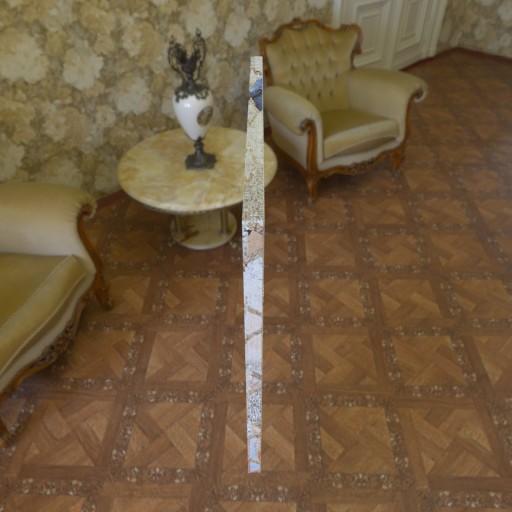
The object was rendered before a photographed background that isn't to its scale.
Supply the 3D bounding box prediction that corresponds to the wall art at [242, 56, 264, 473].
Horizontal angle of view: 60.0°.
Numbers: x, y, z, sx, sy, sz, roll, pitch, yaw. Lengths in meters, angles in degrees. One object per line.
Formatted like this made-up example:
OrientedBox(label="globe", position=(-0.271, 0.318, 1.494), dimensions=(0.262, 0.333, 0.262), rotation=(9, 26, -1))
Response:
OrientedBox(label="wall art", position=(0.000, 0.000, 1.364), dimensions=(0.039, 0.914, 0.912), rotation=(0, 40, 0))
